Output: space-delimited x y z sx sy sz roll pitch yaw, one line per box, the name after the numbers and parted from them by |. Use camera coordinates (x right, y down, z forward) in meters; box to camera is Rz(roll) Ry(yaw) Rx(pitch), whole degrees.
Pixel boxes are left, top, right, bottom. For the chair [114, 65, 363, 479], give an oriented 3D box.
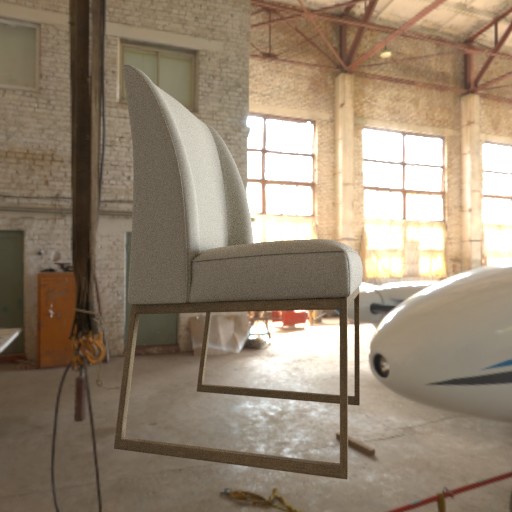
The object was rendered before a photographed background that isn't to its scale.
0.000 0.000 1.147 0.522 0.863 0.508 0 -1 16 | chair
